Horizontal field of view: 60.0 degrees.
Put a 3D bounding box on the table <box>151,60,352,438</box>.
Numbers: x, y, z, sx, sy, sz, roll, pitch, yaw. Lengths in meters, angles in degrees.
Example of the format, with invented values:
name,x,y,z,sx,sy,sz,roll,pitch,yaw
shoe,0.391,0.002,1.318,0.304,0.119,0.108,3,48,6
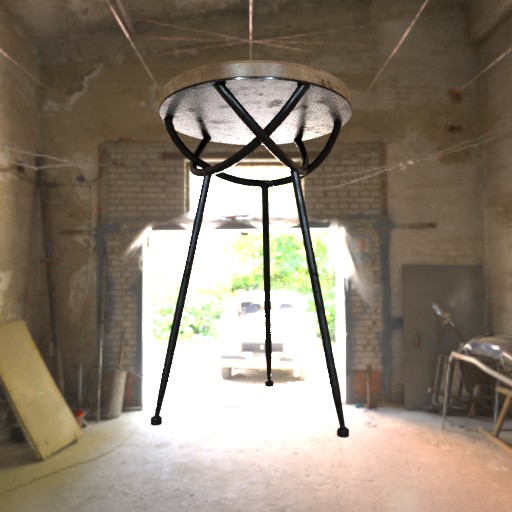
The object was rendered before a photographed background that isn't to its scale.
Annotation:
name,x,y,z,sx,sy,sz,roll,pitch,yaw
table,0.000,0.000,0.948,0.414,0.664,0.418,1,-2,-37
